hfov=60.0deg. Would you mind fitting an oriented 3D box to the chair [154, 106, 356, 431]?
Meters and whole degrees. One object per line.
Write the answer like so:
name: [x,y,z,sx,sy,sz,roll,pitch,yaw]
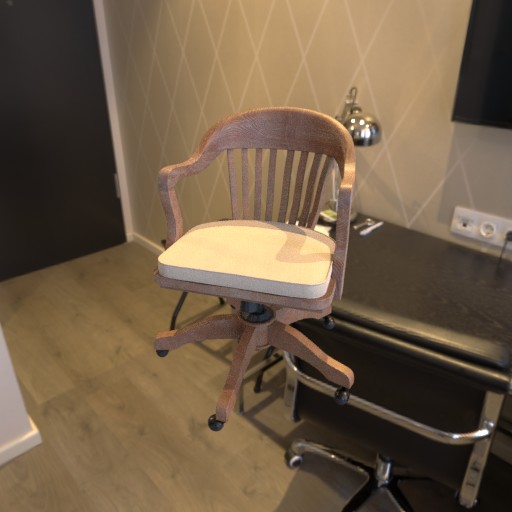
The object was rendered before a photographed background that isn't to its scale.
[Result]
chair: [0.000,0.000,1.518,0.750,0.878,0.788,7,27,15]
